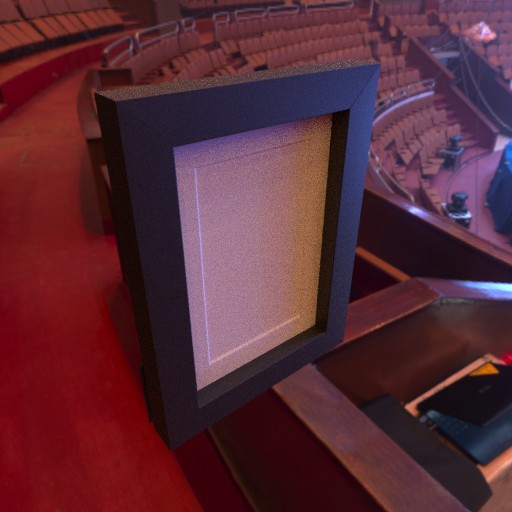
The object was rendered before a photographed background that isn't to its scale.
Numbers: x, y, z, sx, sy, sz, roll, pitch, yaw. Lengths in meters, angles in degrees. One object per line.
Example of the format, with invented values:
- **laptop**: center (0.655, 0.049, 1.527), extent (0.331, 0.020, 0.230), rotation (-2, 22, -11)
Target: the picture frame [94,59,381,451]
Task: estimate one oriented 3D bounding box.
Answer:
- **picture frame**: center (0.000, 0.000, 0.270), extent (0.157, 0.208, 0.028), rotation (-23, 38, -32)
